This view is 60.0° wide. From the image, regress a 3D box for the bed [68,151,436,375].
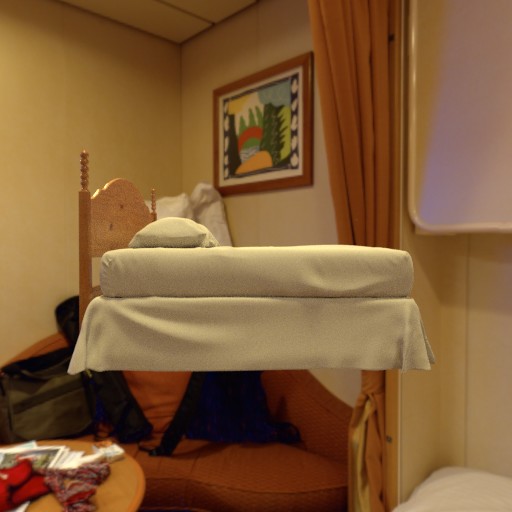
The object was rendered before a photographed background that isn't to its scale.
[{"bbox_3d":[0.000,0.000,3.712,2.219,1.355,2.322,0,1,0],"label":"bed"}]
